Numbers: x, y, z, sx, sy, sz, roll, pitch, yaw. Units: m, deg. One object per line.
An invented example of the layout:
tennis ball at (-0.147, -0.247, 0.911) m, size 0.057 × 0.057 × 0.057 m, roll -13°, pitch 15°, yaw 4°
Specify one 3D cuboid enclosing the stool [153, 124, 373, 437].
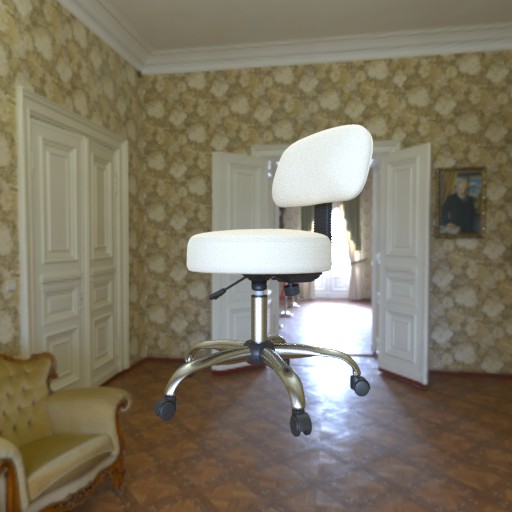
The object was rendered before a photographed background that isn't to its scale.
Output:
stool at (0.000, 0.000, 1.273) m, size 0.616 × 0.810 × 0.609 m, roll -1°, pitch 1°, yaw -36°
